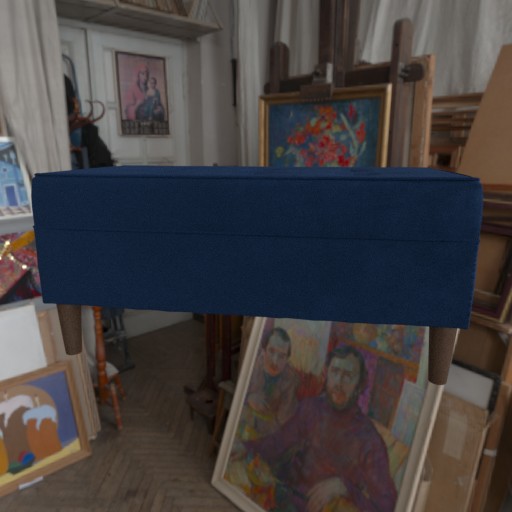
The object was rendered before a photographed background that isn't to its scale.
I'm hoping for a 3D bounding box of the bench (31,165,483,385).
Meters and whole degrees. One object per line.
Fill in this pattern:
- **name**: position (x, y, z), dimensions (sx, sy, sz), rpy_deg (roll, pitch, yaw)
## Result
- **bench**: position (0.000, 0.000, 1.222), dimensions (1.010, 0.467, 0.489), rpy_deg (2, 14, 9)
